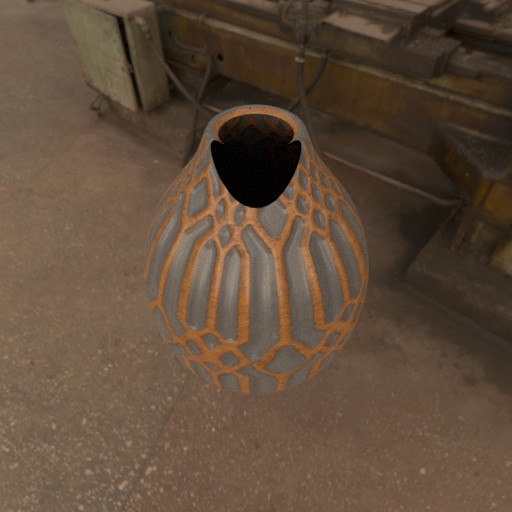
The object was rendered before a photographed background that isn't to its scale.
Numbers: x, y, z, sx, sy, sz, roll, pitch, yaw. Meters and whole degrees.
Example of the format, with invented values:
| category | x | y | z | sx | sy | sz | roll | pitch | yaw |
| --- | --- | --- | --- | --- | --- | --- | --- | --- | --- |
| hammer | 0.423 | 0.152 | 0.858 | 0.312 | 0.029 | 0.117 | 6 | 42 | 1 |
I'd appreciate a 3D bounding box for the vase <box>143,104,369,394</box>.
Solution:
| category | x | y | z | sx | sy | sz | roll | pitch | yaw |
| --- | --- | --- | --- | --- | --- | --- | --- | --- | --- |
| vase | 0.000 | 0.000 | 0.136 | 0.069 | 0.088 | 0.069 | 0 | 47 | 0 |
